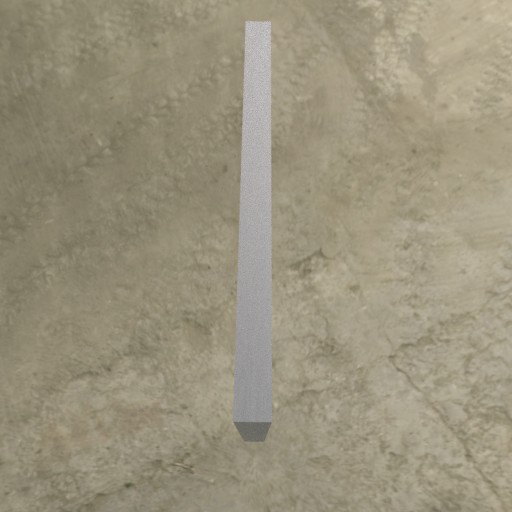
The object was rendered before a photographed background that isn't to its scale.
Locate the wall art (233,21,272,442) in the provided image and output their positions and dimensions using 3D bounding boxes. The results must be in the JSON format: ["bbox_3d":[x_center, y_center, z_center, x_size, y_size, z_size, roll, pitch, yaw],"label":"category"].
[{"bbox_3d":[0.000,0.000,0.743,0.037,0.450,0.557,1,65,0],"label":"wall art"}]
